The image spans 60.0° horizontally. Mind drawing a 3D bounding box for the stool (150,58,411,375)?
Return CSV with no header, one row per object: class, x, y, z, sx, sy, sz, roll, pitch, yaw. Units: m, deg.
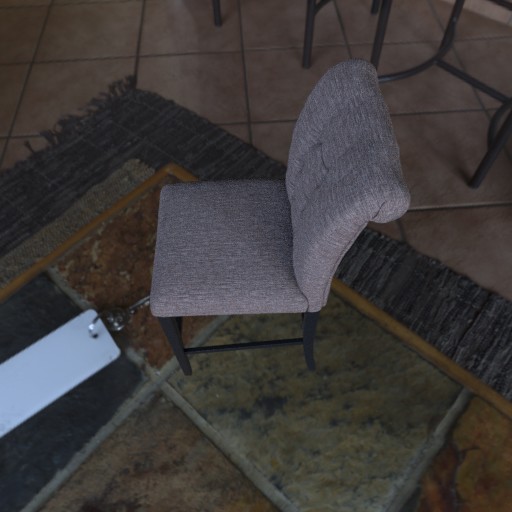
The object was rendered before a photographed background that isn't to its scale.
stool,0.000,0.000,1.426,0.613,1.131,0.452,-2,59,-1
